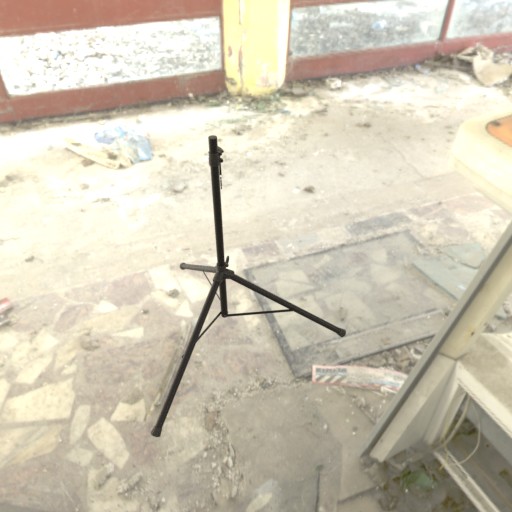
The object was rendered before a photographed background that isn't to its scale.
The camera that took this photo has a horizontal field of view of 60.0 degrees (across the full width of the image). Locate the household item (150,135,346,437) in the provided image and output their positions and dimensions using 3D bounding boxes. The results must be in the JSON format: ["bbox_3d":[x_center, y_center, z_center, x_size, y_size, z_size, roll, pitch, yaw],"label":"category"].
[{"bbox_3d":[0.000,0.000,2.799,1.339,1.595,1.596,0,40,0],"label":"household item"}]
